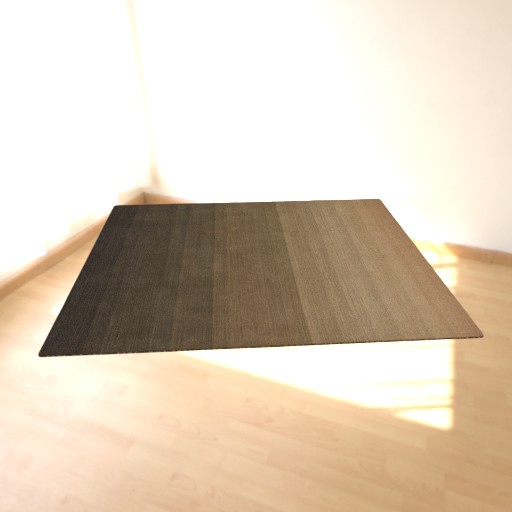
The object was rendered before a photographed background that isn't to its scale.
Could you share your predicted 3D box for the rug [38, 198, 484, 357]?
[{"bbox_3d":[0.000,0.000,3.841,2.902,0.017,2.306,-2,31,-3],"label":"rug"}]
